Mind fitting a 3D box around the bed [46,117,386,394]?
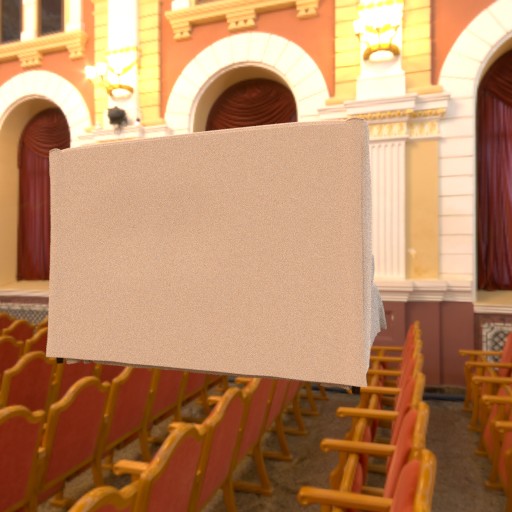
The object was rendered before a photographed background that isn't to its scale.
[{"bbox_3d":[0.000,0.000,3.448,1.925,1.332,2.276,0,0,20],"label":"bed"}]
